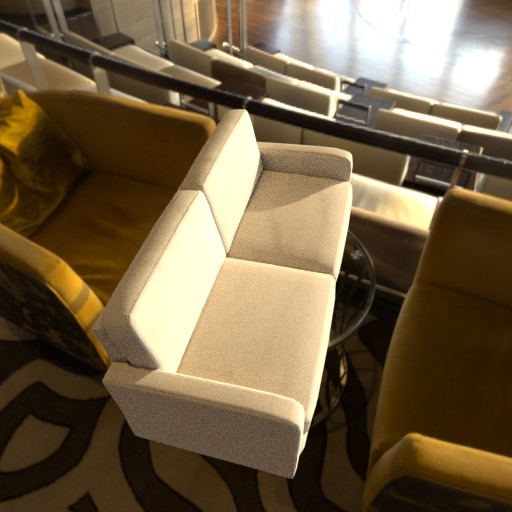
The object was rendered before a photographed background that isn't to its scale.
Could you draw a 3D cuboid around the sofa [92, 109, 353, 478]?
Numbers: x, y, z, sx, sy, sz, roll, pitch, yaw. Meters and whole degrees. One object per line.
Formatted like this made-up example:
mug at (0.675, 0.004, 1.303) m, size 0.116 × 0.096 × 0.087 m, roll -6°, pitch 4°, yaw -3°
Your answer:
sofa at (0.000, 0.000, 2.345) m, size 0.894 × 0.831 × 1.808 m, roll 11°, pitch 47°, yaw 10°
